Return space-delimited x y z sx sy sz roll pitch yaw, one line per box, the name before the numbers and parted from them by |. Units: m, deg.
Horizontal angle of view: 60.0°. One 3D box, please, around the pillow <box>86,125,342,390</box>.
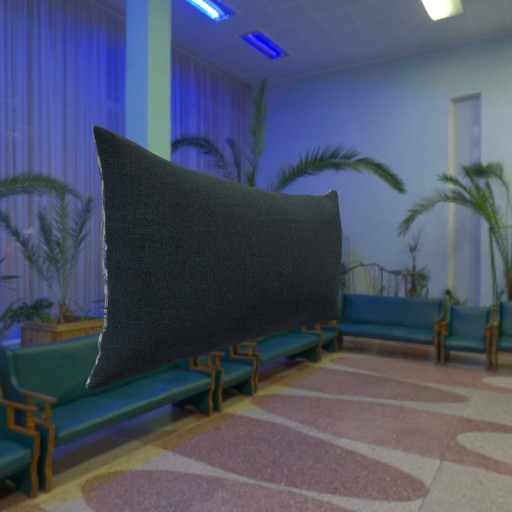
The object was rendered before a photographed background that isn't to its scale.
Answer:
pillow | 0.000 0.000 0.739 0.148 0.292 0.631 0 0 36
